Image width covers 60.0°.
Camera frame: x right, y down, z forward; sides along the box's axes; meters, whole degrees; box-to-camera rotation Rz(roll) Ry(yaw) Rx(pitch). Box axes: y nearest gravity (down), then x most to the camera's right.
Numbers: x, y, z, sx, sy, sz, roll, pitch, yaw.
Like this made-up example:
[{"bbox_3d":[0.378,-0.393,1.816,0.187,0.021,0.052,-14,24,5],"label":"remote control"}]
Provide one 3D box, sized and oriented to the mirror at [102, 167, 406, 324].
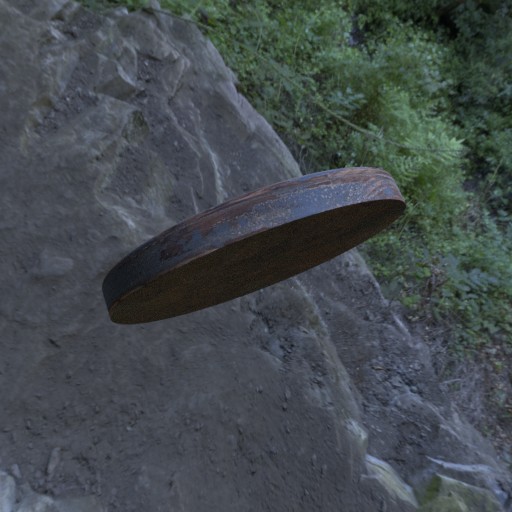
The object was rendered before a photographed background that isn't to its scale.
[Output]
[{"bbox_3d":[0.000,0.000,0.872,0.585,0.585,0.061,-21,79,-4],"label":"mirror"}]
